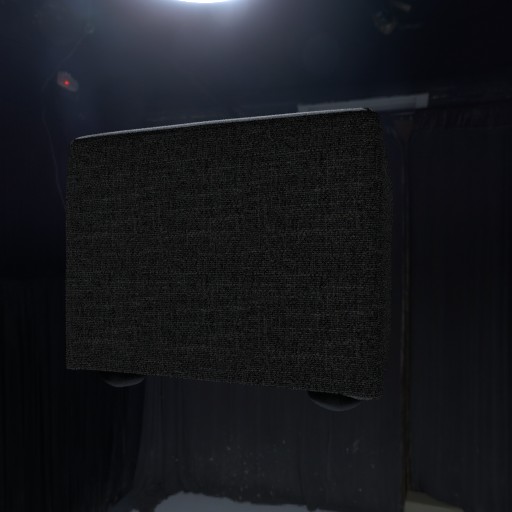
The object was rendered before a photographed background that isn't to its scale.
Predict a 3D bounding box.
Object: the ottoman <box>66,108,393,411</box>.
[{"bbox_3d":[0.000,0.000,0.897,0.521,0.453,0.512,0,0,18],"label":"ottoman"}]
